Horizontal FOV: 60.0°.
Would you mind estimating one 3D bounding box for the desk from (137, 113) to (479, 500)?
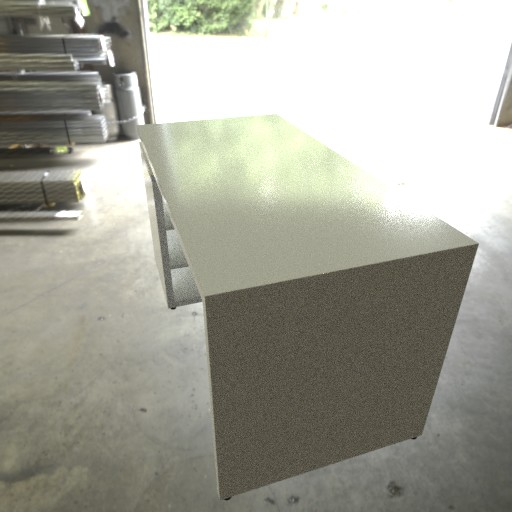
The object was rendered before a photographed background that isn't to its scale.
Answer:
[{"bbox_3d":[0.000,0.000,1.756,0.690,0.740,1.400,-10,32,-16],"label":"desk"}]
